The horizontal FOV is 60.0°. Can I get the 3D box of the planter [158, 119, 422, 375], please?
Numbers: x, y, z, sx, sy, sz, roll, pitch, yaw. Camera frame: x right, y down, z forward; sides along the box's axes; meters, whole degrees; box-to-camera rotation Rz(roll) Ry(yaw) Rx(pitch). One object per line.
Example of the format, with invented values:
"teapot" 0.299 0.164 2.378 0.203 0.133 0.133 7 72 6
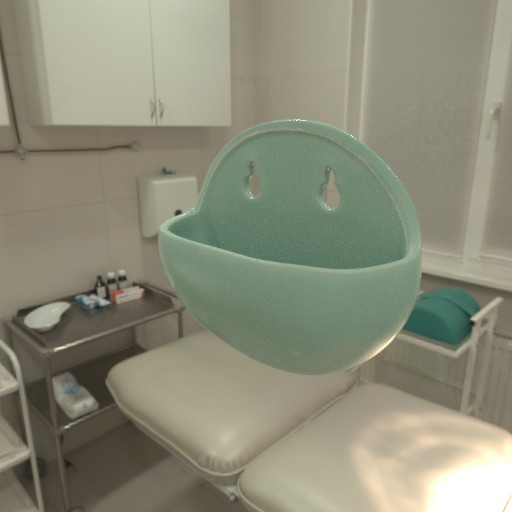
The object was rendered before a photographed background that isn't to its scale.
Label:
"planter" 0.000 0.000 0.276 0.189 0.164 0.073 15 22 41
